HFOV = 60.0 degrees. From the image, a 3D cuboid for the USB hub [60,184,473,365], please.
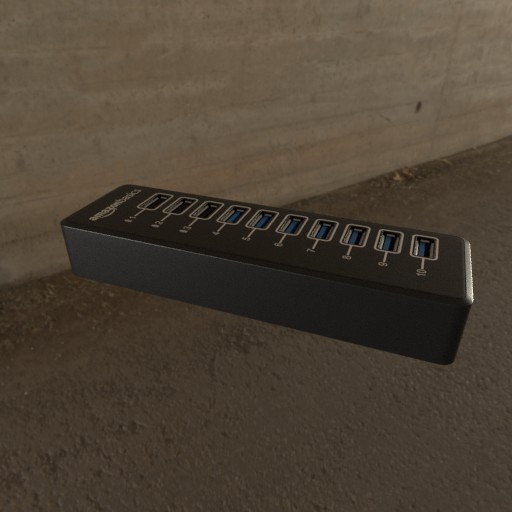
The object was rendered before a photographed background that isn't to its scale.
[{"bbox_3d":[0.000,0.000,0.167,0.145,0.023,0.044,11,33,18],"label":"USB hub"}]
